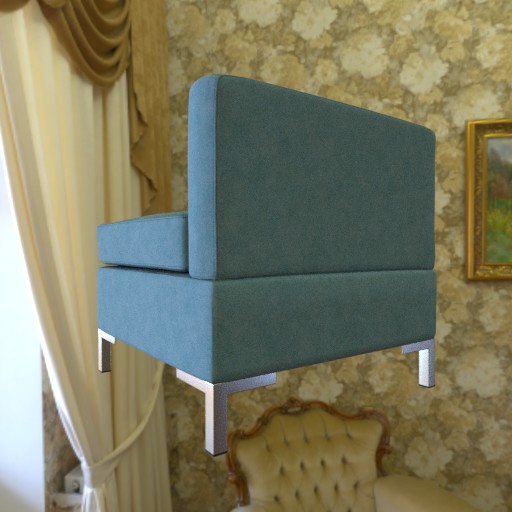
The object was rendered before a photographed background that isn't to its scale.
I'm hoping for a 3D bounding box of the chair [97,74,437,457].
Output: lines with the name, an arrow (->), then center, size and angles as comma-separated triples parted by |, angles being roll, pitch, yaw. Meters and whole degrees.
chair -> 0.000, 0.000, 1.197 | 0.684, 0.660, 0.685 | -1, 1, -36
